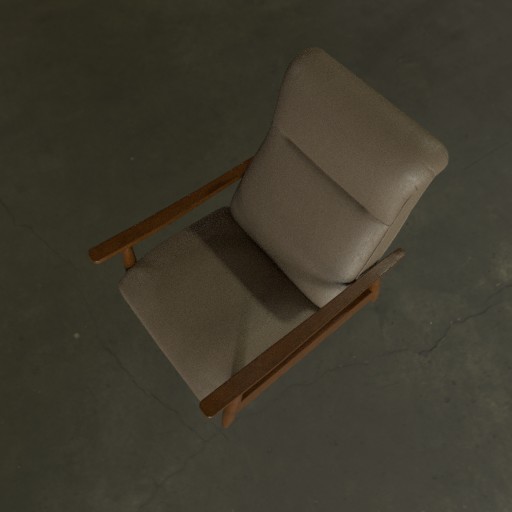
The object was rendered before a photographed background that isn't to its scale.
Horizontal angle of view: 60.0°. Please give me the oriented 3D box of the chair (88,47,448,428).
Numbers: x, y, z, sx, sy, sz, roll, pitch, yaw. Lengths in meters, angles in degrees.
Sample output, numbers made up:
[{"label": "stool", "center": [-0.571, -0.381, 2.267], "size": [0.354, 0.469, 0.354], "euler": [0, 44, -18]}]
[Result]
[{"label": "chair", "center": [0.000, 0.000, 1.735], "size": [1.014, 1.082, 0.762], "euler": [-36, 69, -16]}]
